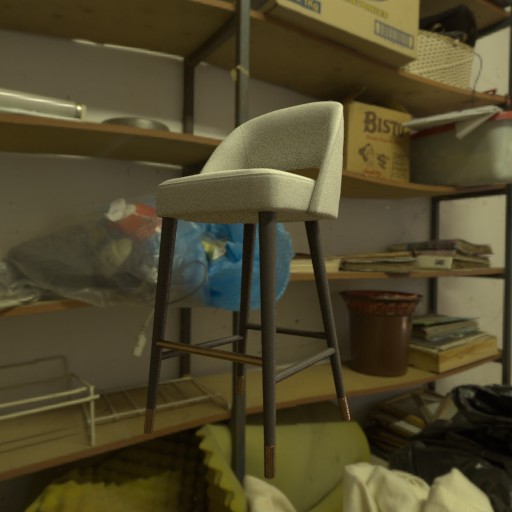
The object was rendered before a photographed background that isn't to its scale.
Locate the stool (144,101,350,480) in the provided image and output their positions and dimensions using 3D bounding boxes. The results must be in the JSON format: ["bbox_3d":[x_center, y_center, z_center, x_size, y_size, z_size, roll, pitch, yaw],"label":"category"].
[{"bbox_3d":[0.000,0.000,1.358,0.494,1.037,0.509,1,1,36],"label":"stool"}]
